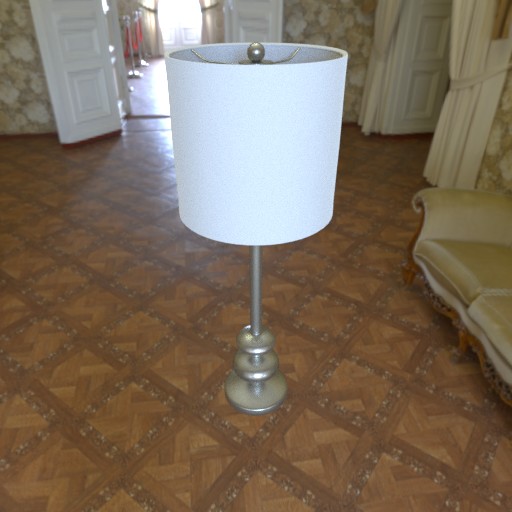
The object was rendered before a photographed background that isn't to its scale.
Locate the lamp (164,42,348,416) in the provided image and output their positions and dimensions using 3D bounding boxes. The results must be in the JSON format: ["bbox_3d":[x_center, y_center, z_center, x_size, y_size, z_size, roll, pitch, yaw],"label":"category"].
[{"bbox_3d":[0.000,0.000,0.791,0.254,0.690,0.254,20,36,30],"label":"lamp"}]
